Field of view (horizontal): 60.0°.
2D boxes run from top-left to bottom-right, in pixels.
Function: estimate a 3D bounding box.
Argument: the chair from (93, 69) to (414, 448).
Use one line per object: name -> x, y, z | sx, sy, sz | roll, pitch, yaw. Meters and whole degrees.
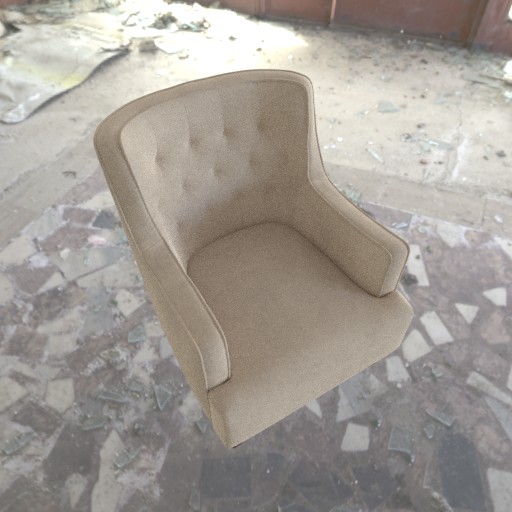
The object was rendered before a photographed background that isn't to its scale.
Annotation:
chair -> 0.000, 0.000, 1.571 | 0.781, 0.920, 0.910 | -24, 52, -20
